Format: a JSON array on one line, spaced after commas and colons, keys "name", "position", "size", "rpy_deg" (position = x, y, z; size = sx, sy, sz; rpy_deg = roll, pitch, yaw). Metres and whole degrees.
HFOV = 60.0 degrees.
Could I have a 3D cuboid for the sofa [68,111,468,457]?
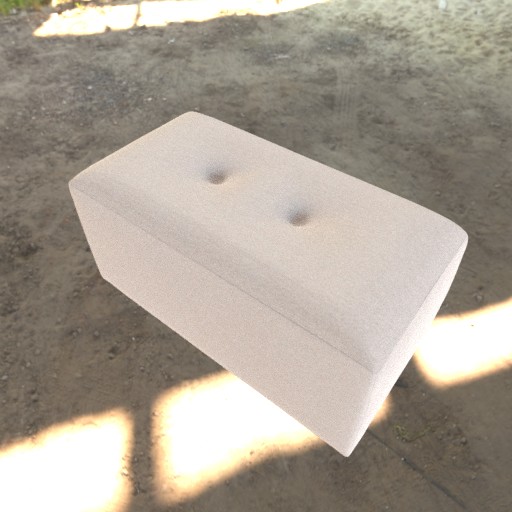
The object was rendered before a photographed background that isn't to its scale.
[{"name": "sofa", "position": [0.000, 0.000, 1.222], "size": [0.930, 0.470, 0.480], "rpy_deg": [30, 53, 25]}]
